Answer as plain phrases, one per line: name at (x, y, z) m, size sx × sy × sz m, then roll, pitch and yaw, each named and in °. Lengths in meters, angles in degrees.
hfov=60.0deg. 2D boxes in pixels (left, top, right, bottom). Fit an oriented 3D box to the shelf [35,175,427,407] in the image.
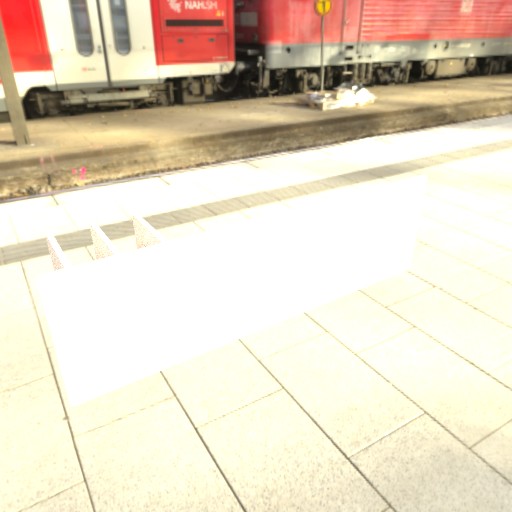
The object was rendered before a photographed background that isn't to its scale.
shelf at (0.000, 0.000, 1.140) m, size 1.020 × 0.300 × 0.200 m, roll -17°, pitch 33°, yaw -29°
